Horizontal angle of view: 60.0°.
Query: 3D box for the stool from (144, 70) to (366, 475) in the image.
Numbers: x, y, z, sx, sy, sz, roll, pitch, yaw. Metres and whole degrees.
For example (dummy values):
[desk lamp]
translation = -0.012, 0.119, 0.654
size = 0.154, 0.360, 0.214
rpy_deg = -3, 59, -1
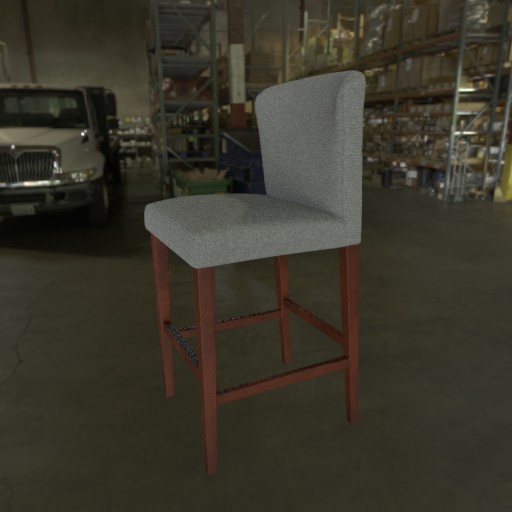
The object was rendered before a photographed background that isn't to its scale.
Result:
[stool]
translation = 0.000, 0.000, 1.358
size = 0.568, 1.069, 0.486
rpy_deg = -8, 18, -26
